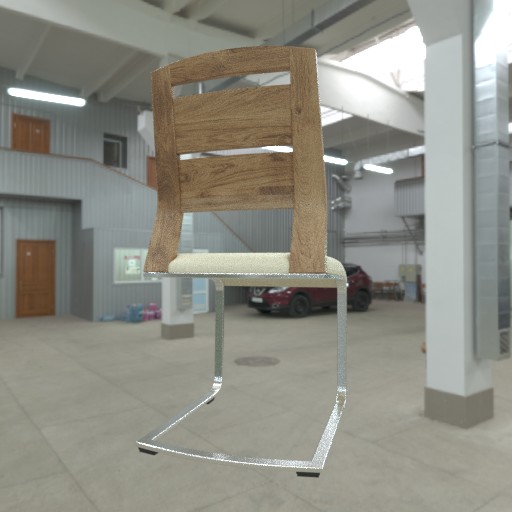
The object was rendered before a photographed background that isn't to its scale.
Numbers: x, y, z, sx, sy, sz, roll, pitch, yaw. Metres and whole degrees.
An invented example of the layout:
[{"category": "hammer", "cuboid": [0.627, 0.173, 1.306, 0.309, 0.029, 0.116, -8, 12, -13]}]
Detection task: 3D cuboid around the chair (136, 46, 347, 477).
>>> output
[{"category": "chair", "cuboid": [0.000, 0.000, 1.256, 0.457, 0.955, 0.561, 0, -1, 17]}]
